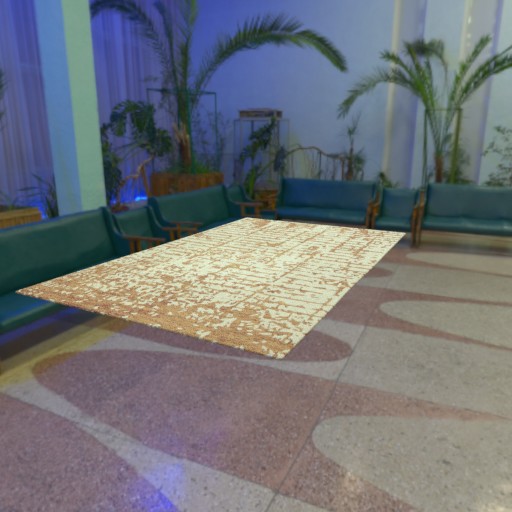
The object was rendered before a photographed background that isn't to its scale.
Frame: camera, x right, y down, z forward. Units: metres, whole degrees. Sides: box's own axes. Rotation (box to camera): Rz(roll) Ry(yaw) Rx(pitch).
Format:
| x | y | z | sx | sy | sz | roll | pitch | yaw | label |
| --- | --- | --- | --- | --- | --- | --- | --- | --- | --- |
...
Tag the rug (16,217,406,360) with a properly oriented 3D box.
| x | y | z | sx | sy | sz | roll | pitch | yaw | label |
| --- | --- | --- | --- | --- | --- | --- | --- | --- | --- |
| 0.000 | 0.000 | 2.975 | 1.517 | 0.011 | 2.435 | 8 | 17 | 27 | rug |
